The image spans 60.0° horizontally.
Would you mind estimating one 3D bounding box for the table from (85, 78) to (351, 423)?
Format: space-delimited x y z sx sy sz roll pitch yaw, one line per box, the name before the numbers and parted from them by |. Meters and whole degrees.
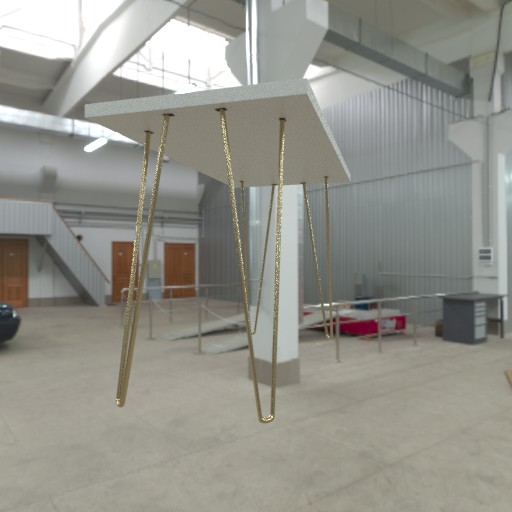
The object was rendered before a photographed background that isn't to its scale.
table | 0.000 0.000 1.377 0.498 0.660 0.991 0 -1 17
